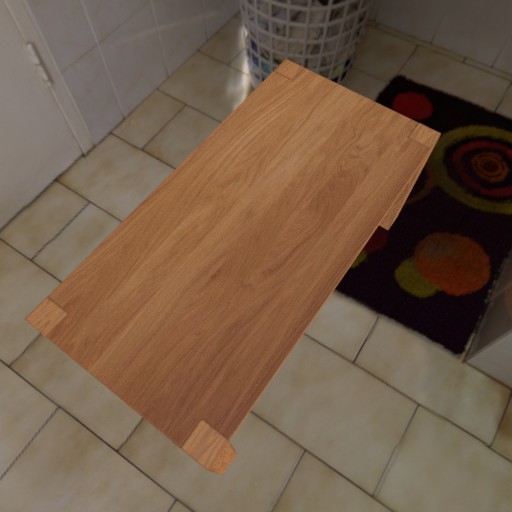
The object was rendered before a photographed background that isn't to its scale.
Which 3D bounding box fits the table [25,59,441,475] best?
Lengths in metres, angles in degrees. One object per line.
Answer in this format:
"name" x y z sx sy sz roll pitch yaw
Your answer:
"table" 0.000 0.000 2.255 0.900 0.760 1.800 33 67 15
